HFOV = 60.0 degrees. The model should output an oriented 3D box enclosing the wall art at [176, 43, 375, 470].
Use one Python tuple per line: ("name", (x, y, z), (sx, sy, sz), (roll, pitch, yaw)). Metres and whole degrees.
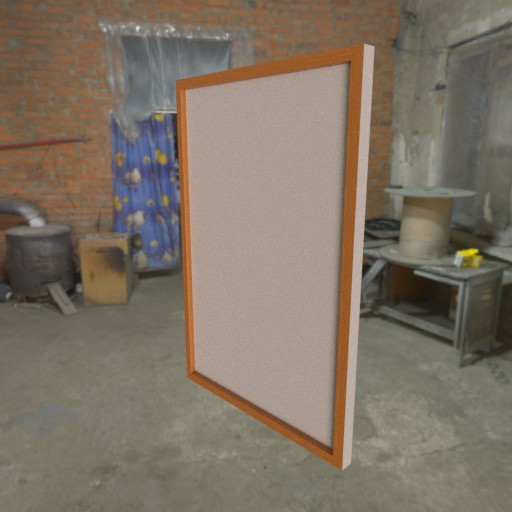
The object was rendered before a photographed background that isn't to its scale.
("wall art", (0.000, 0.000, 1.148), (0.037, 0.916, 0.610), (-13, 18, -43))
